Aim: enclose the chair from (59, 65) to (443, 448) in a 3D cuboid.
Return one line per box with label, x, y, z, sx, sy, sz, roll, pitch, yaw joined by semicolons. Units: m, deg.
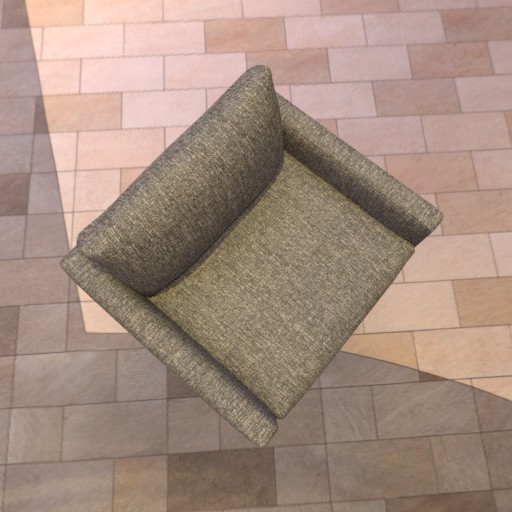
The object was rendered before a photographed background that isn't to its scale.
chair;0.000;0.000;1.597;0.866;0.861;0.963;39;78;10
